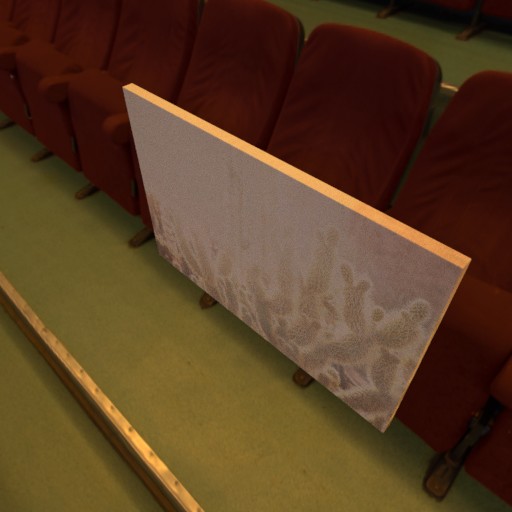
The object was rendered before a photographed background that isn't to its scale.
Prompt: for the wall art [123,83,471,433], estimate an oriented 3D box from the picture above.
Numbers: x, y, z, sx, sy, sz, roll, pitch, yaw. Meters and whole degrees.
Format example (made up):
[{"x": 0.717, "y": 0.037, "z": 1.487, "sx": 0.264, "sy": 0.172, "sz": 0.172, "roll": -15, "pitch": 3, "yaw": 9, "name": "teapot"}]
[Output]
[{"x": 0.000, "y": 0.000, "z": 1.410, "sx": 1.142, "sy": 0.758, "sz": 0.041, "roll": 34, "pitch": 55, "yaw": 29, "name": "wall art"}]
